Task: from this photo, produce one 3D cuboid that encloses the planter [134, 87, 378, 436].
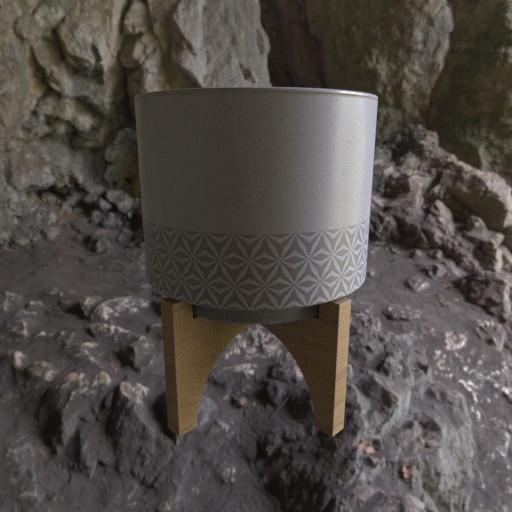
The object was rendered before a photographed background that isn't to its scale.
[{"bbox_3d":[0.000,0.000,0.388,0.188,0.260,0.188,0,15,0],"label":"planter"}]
